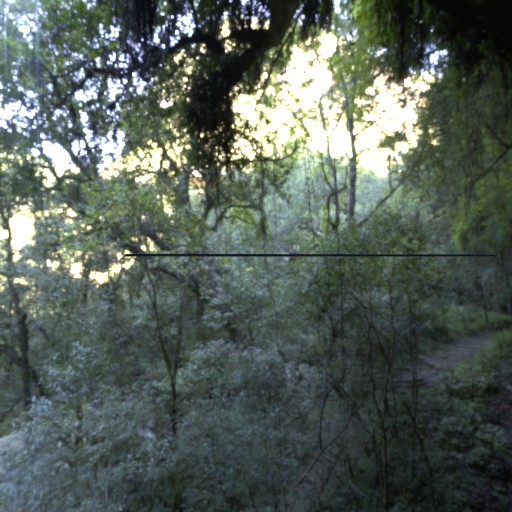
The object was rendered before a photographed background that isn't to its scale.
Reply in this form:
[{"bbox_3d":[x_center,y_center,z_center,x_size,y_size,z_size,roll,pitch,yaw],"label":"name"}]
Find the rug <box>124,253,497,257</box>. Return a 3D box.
[{"bbox_3d":[0.000,0.000,4.264,2.432,0.018,3.342,0,0,-17],"label":"rug"}]
